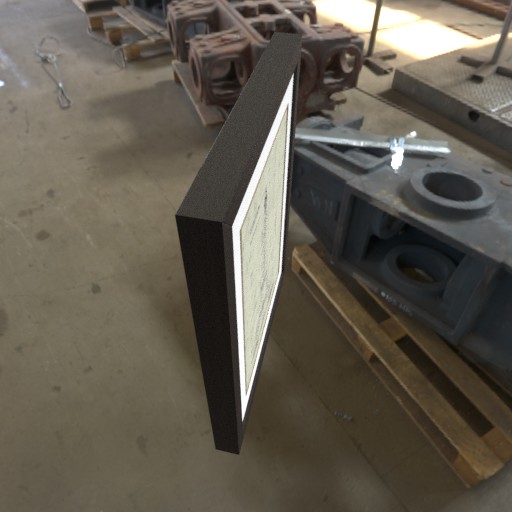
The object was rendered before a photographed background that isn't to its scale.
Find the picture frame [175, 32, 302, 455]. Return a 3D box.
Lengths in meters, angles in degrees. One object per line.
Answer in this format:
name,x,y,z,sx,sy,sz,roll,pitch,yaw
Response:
picture frame,0.000,0.000,0.746,0.044,0.555,0.452,10,47,9
